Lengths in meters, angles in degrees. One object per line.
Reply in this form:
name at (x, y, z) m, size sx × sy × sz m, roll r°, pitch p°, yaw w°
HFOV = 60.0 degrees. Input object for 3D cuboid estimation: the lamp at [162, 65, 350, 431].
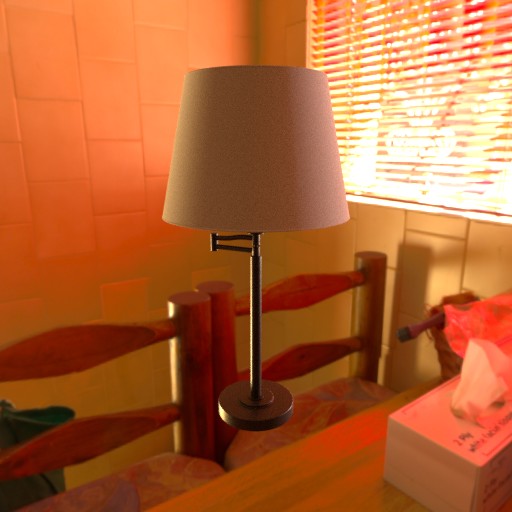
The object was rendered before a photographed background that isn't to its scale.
lamp at (0.000, 0.000, 0.895) m, size 0.363 × 0.696 × 0.363 m, roll 0°, pitch 14°, yaw 0°
